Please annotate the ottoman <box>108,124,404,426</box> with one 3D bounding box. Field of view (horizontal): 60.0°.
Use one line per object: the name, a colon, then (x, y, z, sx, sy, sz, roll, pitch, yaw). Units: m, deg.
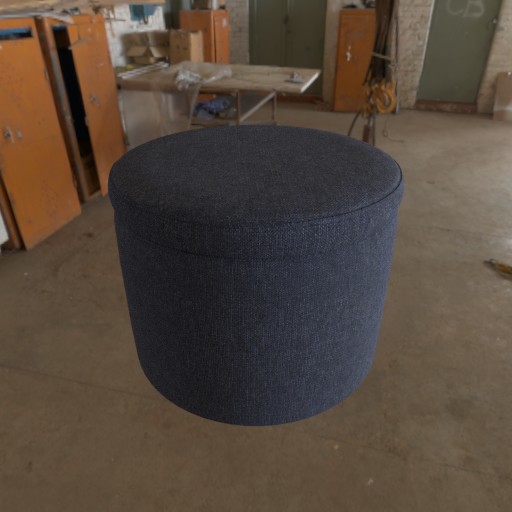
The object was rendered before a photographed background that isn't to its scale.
ottoman: (0.000, 0.000, 0.893, 0.520, 0.430, 0.520, 0, 30, 0)
